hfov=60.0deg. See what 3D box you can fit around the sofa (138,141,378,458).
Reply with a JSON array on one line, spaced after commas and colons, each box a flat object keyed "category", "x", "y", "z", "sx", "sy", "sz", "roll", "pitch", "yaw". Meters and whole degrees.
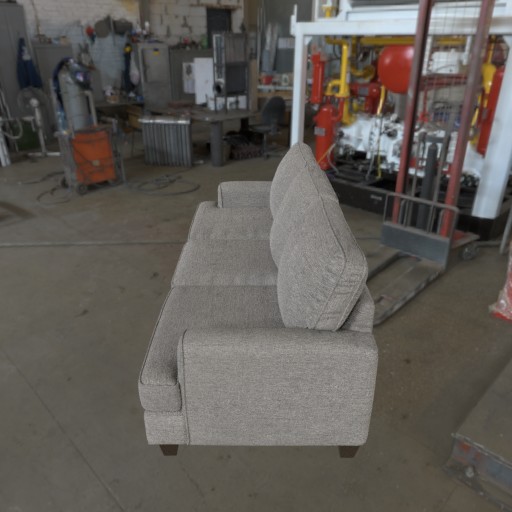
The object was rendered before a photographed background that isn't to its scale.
[{"category": "sofa", "x": 0.000, "y": 0.000, "z": 2.646, "sx": 0.951, "sy": 0.965, "sz": 2.158, "roll": 0, "pitch": 26, "yaw": 0}]
